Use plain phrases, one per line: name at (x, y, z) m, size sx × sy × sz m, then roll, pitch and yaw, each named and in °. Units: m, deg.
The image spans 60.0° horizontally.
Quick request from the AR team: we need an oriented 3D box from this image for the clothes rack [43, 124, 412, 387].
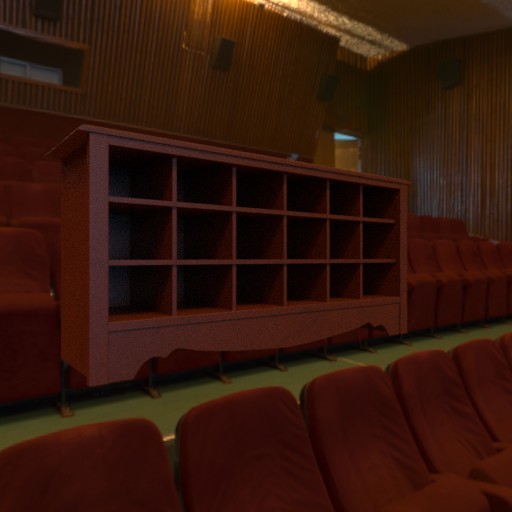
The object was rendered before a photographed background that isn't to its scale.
clothes rack at (0.000, 0.000, 1.498) m, size 1.251 × 0.594 × 0.362 m, roll 0°, pitch 0°, yaw -37°
